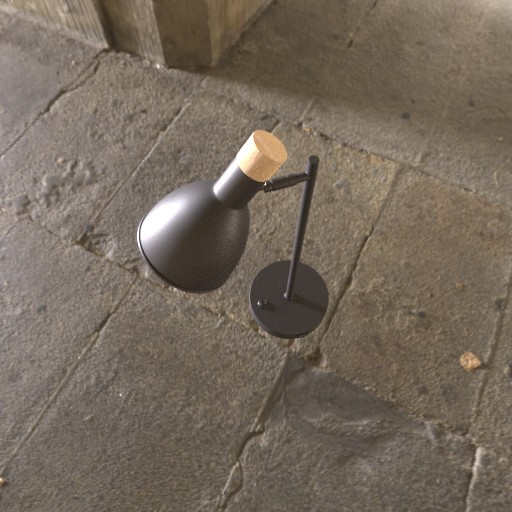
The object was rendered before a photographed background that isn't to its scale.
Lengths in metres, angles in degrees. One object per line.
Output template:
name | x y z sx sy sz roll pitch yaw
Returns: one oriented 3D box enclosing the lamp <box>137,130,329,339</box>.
lamp | 0.000 0.000 0.636 0.287 0.483 0.152 -16 65 -8
